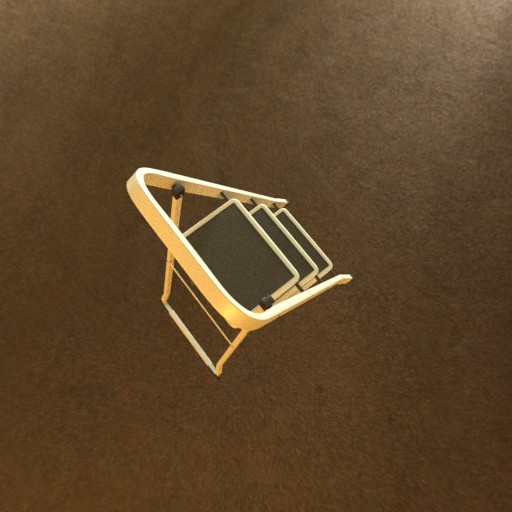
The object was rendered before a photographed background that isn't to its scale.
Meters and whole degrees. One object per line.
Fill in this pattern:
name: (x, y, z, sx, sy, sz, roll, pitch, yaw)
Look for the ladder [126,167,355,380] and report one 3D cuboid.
ladder: (0.000, 0.000, 1.367, 0.711, 1.050, 0.460, -37, 78, -9)
